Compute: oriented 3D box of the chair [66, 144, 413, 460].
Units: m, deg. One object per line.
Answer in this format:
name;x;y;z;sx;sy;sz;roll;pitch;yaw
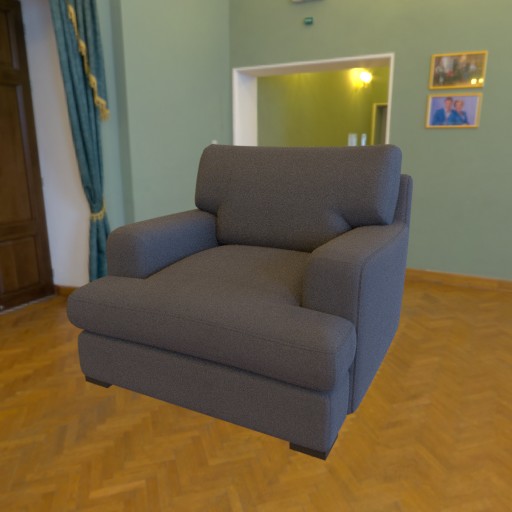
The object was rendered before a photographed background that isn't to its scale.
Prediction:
chair;0.000;0.000;1.921;1.168;0.940;1.143;7;16;26
